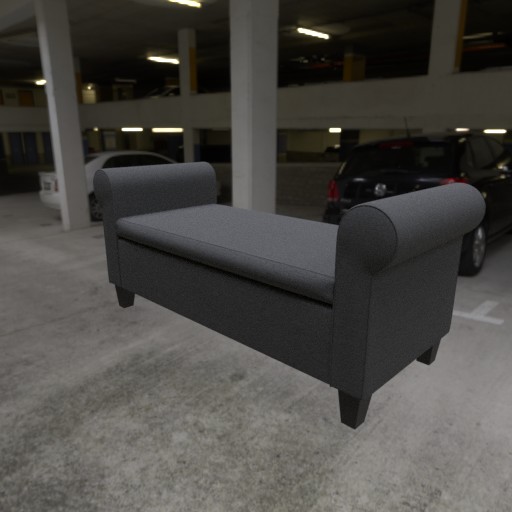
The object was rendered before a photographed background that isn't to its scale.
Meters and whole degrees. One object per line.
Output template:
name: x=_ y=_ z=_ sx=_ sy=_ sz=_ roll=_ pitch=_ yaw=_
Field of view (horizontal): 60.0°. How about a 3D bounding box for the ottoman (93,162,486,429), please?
ottoman: x=0.000 y=0.000 z=1.510 sx=1.256 sy=0.547 sz=0.521 roll=15 pitch=22 yaw=42
